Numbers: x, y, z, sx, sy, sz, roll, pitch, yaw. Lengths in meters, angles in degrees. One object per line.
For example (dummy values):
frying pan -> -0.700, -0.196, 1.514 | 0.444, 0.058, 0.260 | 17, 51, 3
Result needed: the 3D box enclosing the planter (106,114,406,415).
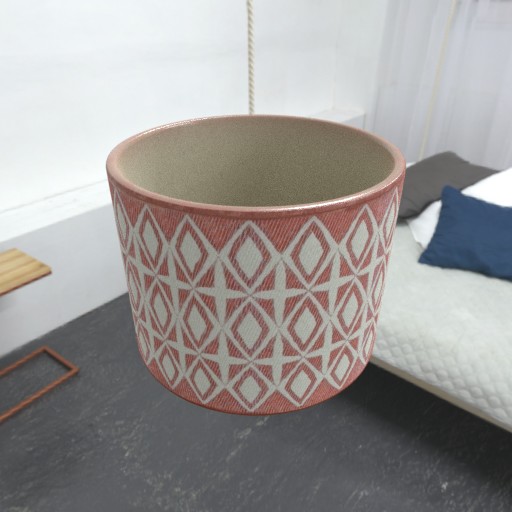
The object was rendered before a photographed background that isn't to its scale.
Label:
planter -> 0.000, 0.000, 0.479 | 0.273, 0.237, 0.273 | 0, 31, 0
